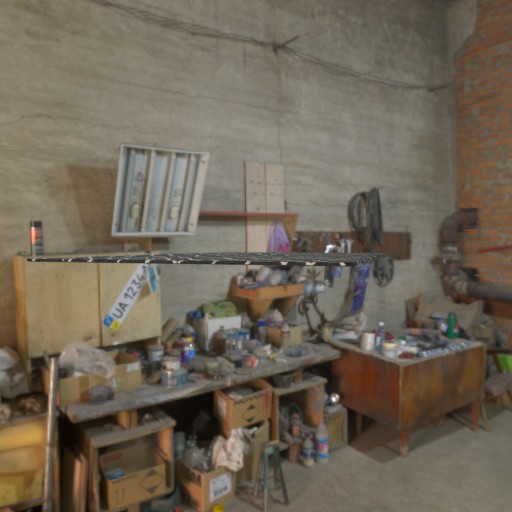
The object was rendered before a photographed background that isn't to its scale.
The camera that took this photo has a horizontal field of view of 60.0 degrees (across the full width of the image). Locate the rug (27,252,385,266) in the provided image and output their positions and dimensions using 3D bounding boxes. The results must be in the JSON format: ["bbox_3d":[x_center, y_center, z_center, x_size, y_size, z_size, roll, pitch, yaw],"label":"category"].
[{"bbox_3d":[0.000,0.000,2.338,1.223,0.013,1.830,0,1,19],"label":"rug"}]
